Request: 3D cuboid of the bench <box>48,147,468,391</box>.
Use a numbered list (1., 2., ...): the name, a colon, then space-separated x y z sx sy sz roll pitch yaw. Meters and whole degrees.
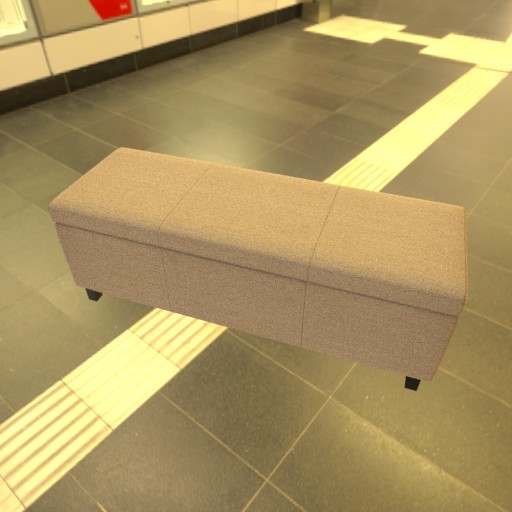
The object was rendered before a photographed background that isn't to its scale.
1. bench: 0.000 0.000 1.519 1.269 0.438 0.446 13 42 15
